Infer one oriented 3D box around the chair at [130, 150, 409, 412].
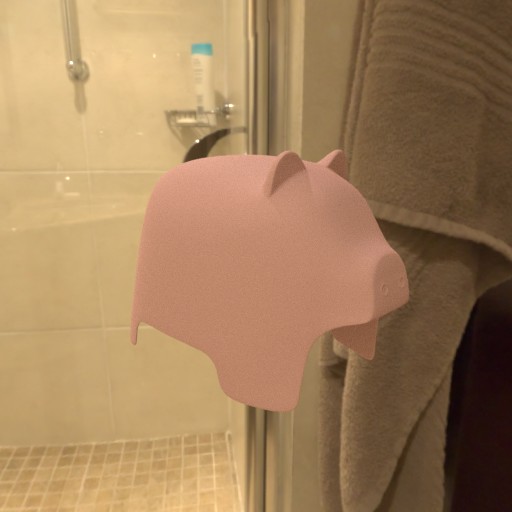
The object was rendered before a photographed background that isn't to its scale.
[{"bbox_3d":[0.000,0.000,0.904,0.619,0.423,0.364,14,20,43],"label":"chair"}]
